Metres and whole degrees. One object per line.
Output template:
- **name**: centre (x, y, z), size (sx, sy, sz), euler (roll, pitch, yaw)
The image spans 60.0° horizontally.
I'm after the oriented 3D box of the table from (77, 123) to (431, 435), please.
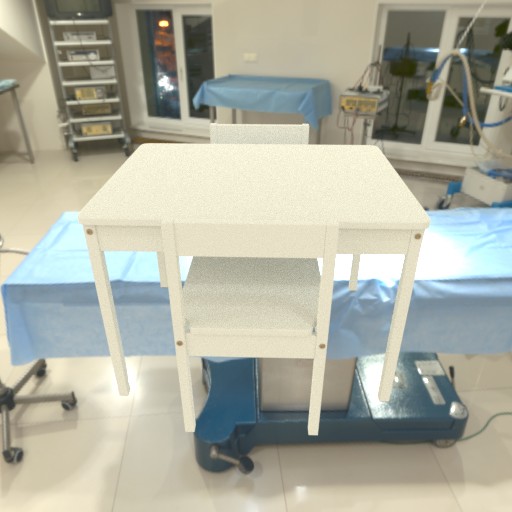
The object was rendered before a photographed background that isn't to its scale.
- **table**: centre (0.000, 0.000, 1.119), size (0.650, 0.503, 0.672), euler (1, 30, 2)
